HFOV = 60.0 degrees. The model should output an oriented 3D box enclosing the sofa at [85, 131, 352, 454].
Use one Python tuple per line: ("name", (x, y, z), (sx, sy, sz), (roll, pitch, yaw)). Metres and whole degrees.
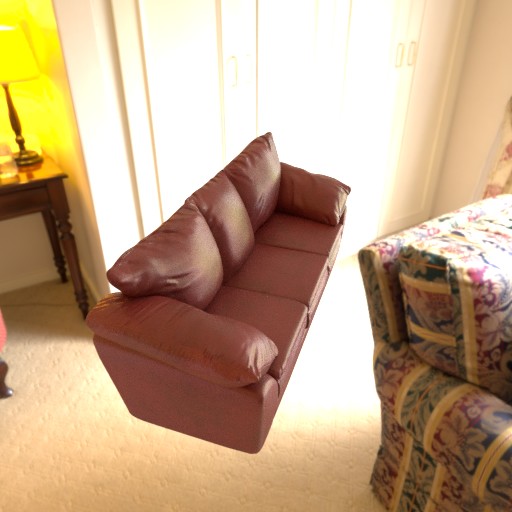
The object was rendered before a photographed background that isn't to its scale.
("sofa", (0.000, 0.000, 2.914), (0.907, 1.091, 2.390), (10, 32, 17))
